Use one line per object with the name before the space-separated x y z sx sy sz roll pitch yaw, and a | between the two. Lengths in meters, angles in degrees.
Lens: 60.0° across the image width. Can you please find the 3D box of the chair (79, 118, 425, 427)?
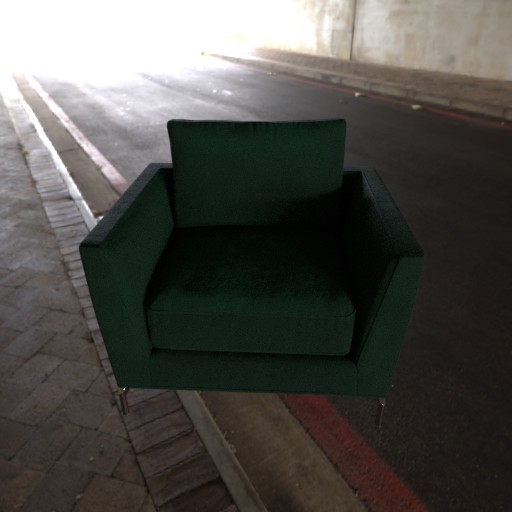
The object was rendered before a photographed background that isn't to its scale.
chair | 0.000 0.000 1.794 1.047 0.997 0.852 1 29 3
